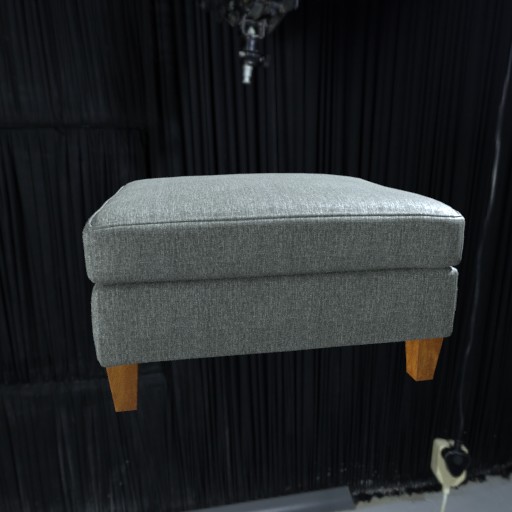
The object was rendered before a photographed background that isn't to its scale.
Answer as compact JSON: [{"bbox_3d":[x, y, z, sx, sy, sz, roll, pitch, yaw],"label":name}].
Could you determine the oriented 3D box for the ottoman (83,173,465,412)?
[{"bbox_3d":[0.000,0.000,1.344,0.838,0.481,0.838,-3,15,-10],"label":"ottoman"}]
